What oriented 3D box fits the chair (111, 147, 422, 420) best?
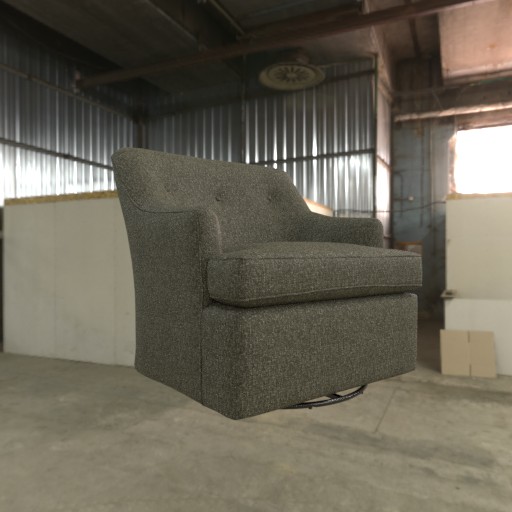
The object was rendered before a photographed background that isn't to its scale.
[{"bbox_3d":[0.000,0.000,1.640,0.864,0.856,0.923,-1,1,-37],"label":"chair"}]
